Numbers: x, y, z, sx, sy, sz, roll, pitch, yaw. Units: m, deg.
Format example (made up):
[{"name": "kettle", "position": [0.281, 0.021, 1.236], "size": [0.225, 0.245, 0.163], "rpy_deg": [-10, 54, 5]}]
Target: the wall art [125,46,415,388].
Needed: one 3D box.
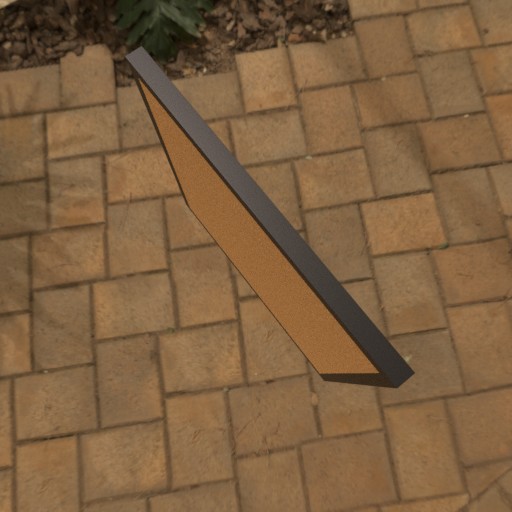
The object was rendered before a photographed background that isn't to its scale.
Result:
[{"name": "wall art", "position": [0.000, 0.000, 1.132], "size": [0.038, 0.762, 0.762], "rpy_deg": [-37, 78, -9]}]
